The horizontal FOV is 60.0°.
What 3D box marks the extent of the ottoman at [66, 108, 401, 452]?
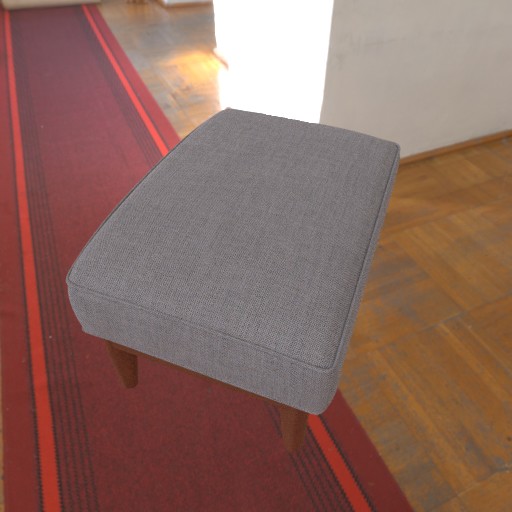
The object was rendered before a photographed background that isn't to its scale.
[{"bbox_3d":[0.000,0.000,1.108,0.555,0.458,0.750,15,47,15],"label":"ottoman"}]
